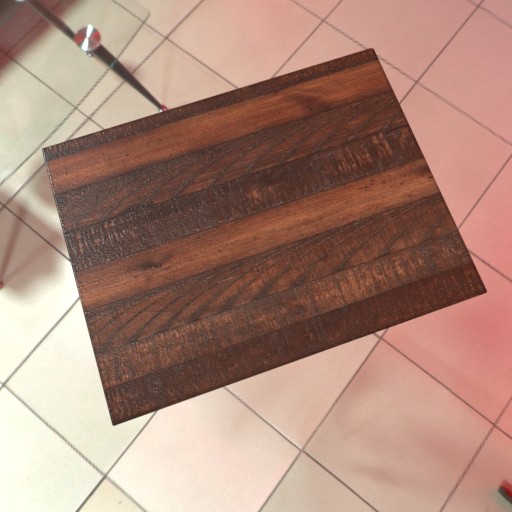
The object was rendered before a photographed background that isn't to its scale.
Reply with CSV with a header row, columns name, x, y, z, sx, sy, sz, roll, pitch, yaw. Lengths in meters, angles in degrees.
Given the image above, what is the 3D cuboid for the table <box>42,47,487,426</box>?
name,x,y,z,sx,sy,sz,roll,pitch,yaw
table,0.000,0.000,1.105,0.678,0.612,0.524,-19,78,-4
